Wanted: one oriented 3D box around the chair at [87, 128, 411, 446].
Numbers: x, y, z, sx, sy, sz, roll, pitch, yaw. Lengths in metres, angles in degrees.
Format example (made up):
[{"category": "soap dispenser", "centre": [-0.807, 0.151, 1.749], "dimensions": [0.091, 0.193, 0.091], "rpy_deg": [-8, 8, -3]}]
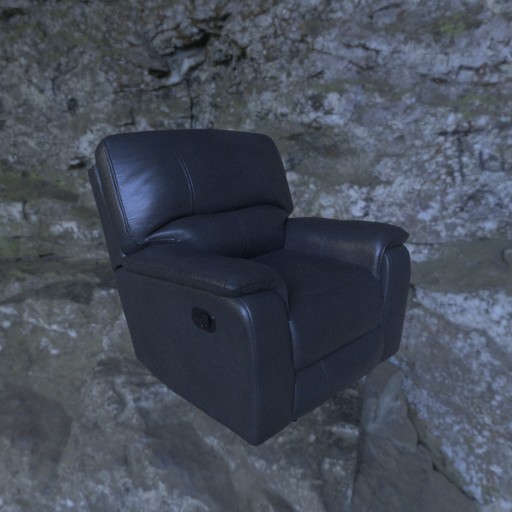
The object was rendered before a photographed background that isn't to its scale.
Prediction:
[{"category": "chair", "centre": [0.000, 0.000, 2.008], "dimensions": [1.096, 1.109, 1.087], "rpy_deg": [-15, 22, -42]}]
